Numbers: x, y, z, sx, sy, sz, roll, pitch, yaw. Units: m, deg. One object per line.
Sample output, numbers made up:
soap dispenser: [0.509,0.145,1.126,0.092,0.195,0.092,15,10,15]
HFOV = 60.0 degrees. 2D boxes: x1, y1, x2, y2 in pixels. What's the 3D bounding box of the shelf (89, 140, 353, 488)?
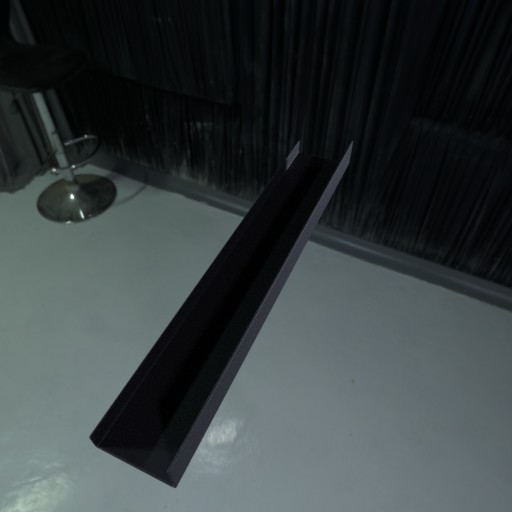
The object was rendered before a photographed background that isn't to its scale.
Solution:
shelf: [0.000,0.000,0.627,0.102,0.053,0.605,18,50,16]
